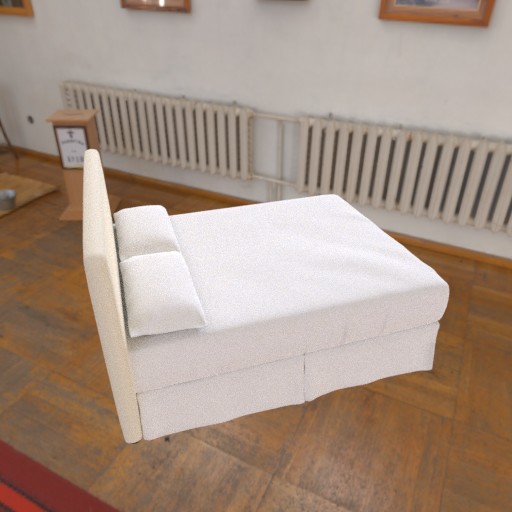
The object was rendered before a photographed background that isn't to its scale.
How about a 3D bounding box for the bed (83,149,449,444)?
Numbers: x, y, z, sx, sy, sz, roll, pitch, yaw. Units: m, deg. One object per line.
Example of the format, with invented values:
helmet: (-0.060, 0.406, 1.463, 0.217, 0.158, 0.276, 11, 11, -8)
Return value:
bed: (0.000, 0.000, 3.196, 2.147, 1.330, 1.714, -10, 32, -16)
